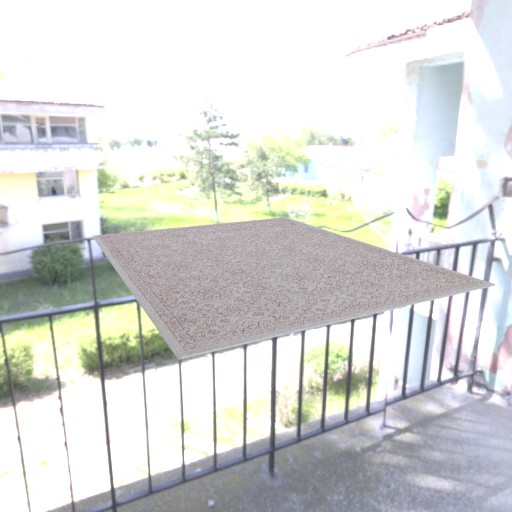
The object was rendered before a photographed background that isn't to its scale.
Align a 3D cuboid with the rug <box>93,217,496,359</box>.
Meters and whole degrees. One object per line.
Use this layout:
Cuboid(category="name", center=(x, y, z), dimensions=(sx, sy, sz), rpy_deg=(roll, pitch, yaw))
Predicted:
Cuboid(category="rug", center=(0.000, 0.000, 4.055), dimensions=(2.441, 0.015, 3.050), rpy_deg=(-8, 17, -26))
